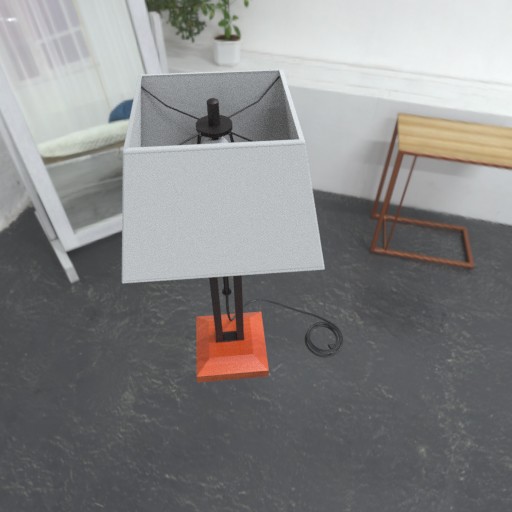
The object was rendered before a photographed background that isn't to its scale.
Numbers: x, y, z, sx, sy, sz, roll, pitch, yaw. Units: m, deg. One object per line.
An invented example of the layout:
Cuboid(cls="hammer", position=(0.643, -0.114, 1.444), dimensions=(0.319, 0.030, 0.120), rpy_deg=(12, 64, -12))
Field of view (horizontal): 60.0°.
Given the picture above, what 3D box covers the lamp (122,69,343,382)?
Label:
Cuboid(cls="lamp", position=(0.000, 0.000, 0.976), dimensions=(0.498, 0.737, 0.310), rpy_deg=(-4, 47, -3))
